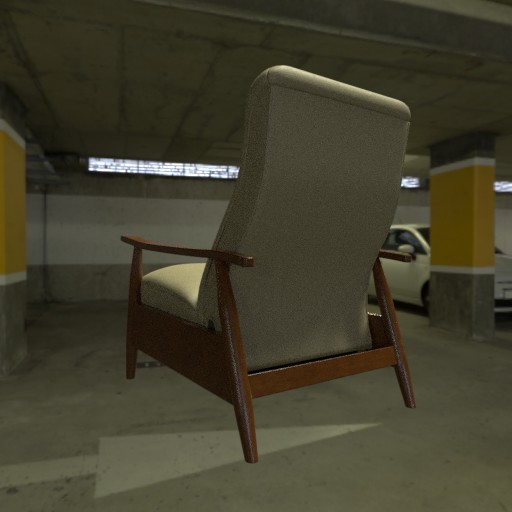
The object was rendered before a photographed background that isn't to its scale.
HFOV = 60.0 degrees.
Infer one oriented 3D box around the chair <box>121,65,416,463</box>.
[{"bbox_3d":[0.000,0.000,1.773,0.762,1.082,1.014,-1,1,-35],"label":"chair"}]
